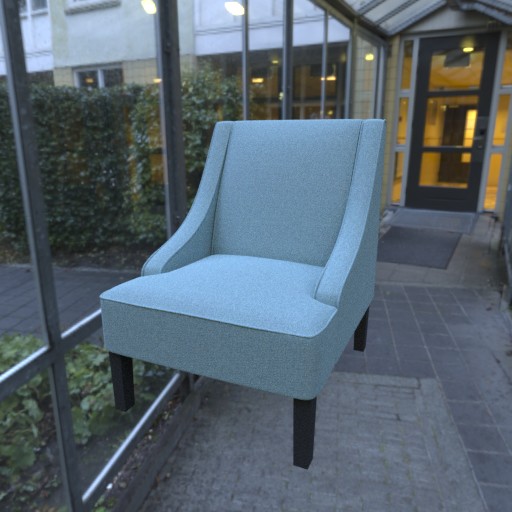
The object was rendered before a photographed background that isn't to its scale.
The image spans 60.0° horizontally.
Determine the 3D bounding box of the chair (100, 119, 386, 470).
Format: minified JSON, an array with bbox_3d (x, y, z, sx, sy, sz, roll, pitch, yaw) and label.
[{"bbox_3d":[0.000,0.000,1.887,0.857,1.133,1.025,7,17,24],"label":"chair"}]
